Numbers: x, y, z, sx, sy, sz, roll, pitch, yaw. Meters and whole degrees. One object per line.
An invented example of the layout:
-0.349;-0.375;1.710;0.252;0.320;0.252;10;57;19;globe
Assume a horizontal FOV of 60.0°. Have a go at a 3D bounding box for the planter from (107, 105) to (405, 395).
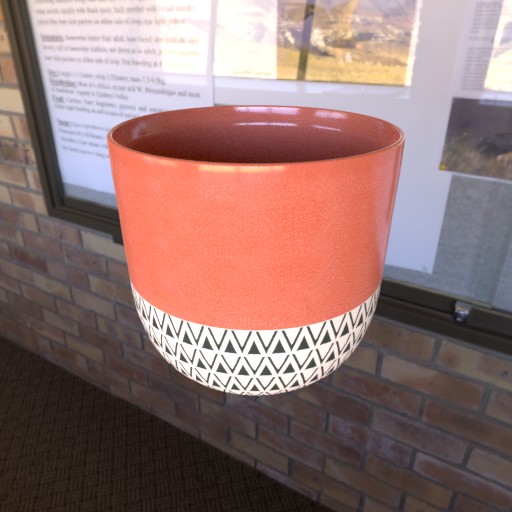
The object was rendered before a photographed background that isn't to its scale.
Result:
0.000;0.000;0.472;0.266;0.270;0.266;0;27;0;planter
